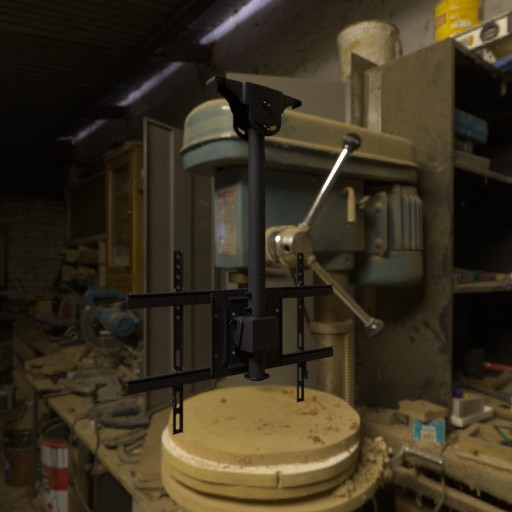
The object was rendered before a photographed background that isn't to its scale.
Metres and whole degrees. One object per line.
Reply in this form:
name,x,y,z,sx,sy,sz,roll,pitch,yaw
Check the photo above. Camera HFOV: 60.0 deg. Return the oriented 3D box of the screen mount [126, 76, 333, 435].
screen mount,0.000,0.000,1.043,0.595,0.775,0.090,0,-1,-37
